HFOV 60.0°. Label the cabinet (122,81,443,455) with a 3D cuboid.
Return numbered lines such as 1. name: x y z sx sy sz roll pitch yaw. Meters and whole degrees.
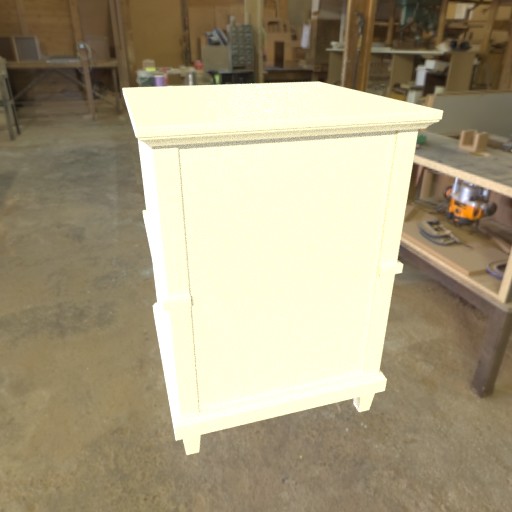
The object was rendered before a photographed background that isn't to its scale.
1. cabinet: 0.000 0.000 1.140 0.544 0.775 0.547 -8 28 -15
